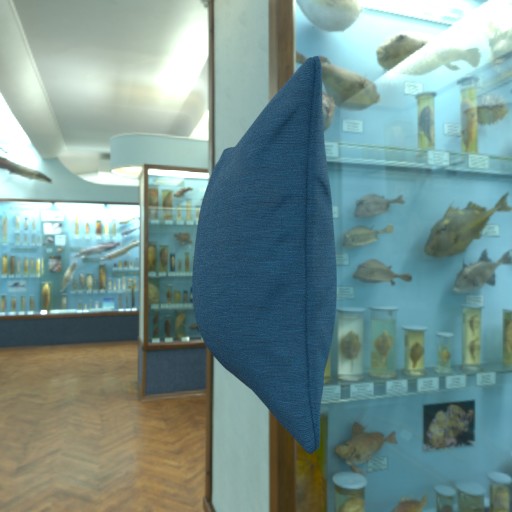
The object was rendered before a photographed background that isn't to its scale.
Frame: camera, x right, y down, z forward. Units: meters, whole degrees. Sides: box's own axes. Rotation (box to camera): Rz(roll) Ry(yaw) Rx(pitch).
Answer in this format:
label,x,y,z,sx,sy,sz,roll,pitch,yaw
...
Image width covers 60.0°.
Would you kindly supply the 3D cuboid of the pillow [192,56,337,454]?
label,x,y,z,sx,sy,sz,roll,pitch,yaw
pillow,0.000,0.000,0.665,0.177,0.420,0.437,0,-1,-17
